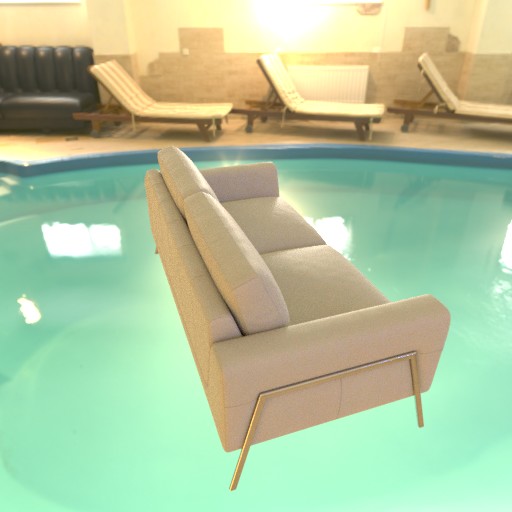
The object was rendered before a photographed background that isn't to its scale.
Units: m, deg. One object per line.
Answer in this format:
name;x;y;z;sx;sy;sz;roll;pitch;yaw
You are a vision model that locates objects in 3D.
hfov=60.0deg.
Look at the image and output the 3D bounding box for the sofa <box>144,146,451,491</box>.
sofa;0.000;0.000;2.495;0.953;0.875;2.017;-10;32;-17
